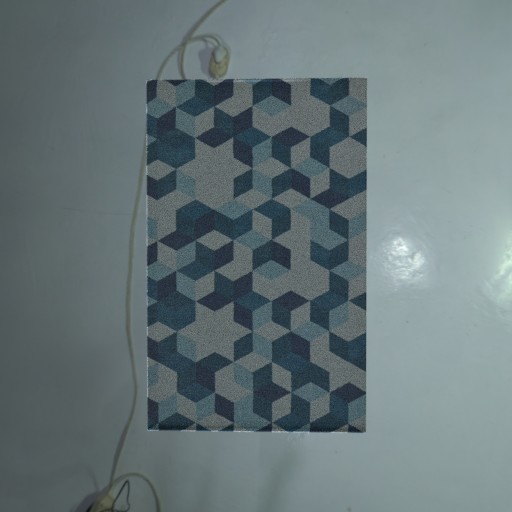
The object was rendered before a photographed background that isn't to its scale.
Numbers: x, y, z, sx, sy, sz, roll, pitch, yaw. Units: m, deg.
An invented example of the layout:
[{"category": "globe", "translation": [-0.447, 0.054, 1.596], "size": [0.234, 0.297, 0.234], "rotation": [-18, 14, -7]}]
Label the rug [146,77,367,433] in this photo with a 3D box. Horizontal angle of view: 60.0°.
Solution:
[{"category": "rug", "translation": [0.000, 0.000, 3.062], "size": [1.518, 0.015, 2.438], "rotation": [0, 91, 2]}]
